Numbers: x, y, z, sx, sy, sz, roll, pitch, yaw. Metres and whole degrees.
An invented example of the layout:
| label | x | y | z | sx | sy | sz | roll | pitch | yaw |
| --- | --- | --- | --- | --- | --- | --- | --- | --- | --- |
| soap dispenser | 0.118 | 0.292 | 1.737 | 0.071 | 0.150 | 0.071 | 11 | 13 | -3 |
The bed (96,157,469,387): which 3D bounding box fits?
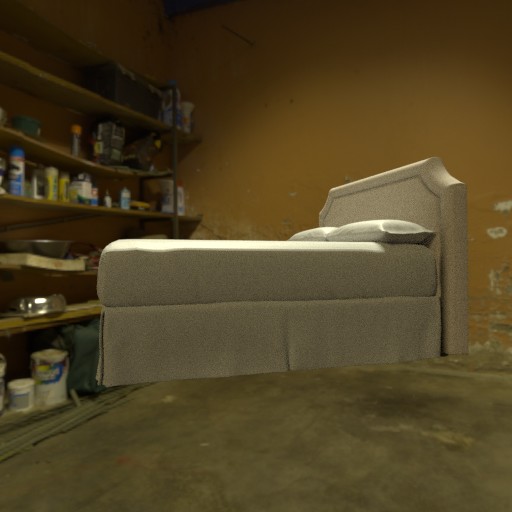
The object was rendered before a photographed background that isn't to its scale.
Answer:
| label | x | y | z | sx | sy | sz | roll | pitch | yaw |
| --- | --- | --- | --- | --- | --- | --- | --- | --- | --- |
| bed | 0.000 | 0.000 | 3.232 | 2.164 | 1.297 | 1.828 | 0 | 0 | -18 |
